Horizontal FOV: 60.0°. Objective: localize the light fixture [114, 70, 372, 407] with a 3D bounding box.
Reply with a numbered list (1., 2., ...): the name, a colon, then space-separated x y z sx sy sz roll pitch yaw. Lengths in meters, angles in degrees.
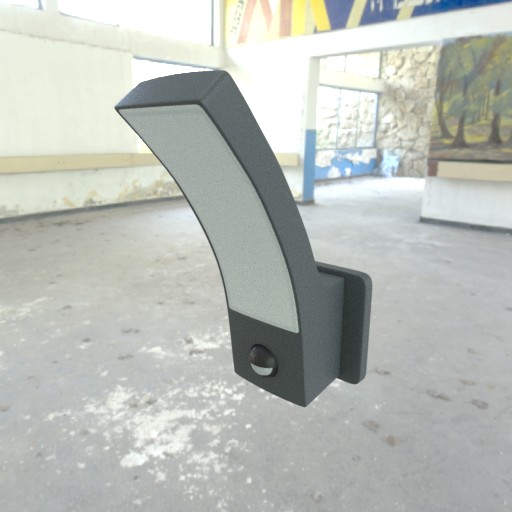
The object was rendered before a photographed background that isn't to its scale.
1. light fixture: 0.000 0.000 0.332 0.108 0.243 0.174 14 20 41
